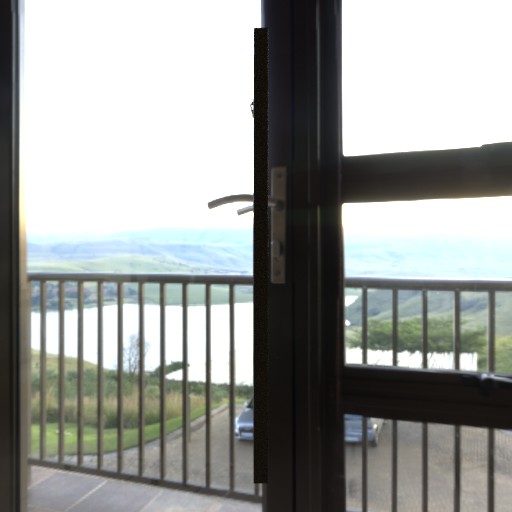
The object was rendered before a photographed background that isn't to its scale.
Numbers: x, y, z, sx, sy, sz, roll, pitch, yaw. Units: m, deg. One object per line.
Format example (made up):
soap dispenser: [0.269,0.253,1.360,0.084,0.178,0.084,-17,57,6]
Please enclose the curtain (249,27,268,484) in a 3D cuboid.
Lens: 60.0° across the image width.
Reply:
curtain: [0.000,0.000,0.810,0.027,0.585,0.483,0,0,0]
